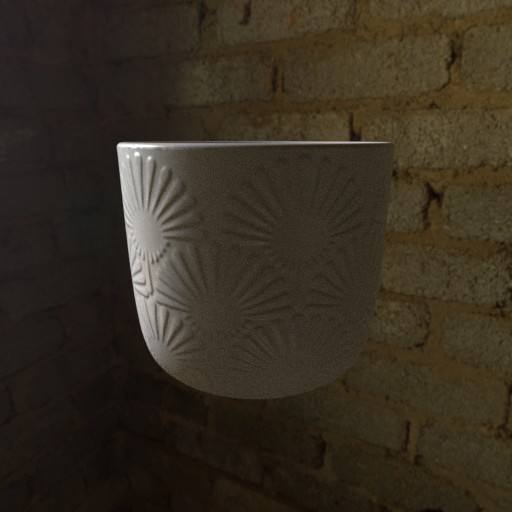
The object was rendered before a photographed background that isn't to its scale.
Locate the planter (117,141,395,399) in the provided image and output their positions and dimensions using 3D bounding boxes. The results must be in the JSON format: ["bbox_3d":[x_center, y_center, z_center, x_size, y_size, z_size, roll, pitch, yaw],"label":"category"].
[{"bbox_3d":[0.000,0.000,0.220,0.124,0.109,0.124,0,15,0],"label":"planter"}]
